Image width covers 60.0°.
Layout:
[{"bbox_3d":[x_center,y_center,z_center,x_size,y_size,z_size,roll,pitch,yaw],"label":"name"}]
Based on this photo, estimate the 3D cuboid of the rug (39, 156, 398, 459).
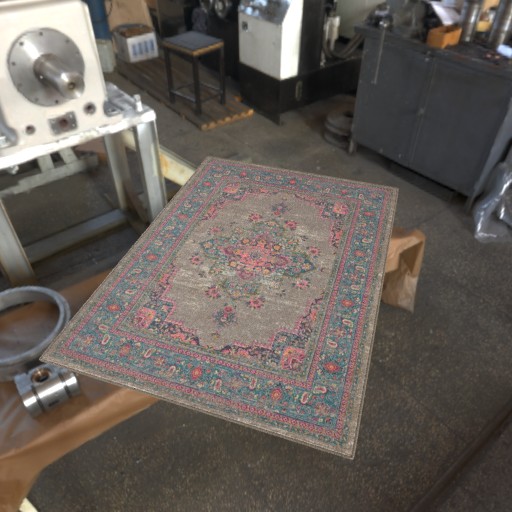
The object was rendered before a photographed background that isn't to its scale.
[{"bbox_3d":[0.000,0.000,2.856,1.609,0.013,2.214,12,43,14],"label":"rug"}]
